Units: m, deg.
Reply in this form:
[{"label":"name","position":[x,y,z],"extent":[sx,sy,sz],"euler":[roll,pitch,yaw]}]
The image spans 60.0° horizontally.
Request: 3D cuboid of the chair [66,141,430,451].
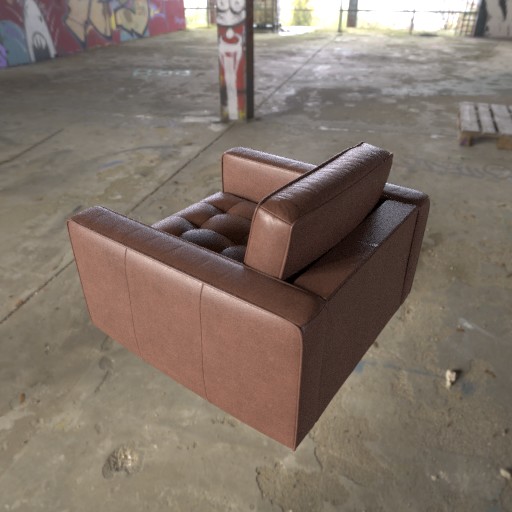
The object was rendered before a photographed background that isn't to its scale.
[{"label":"chair","position":[0.000,0.000,1.566],"extent":[0.900,0.770,0.920],"euler":[21,38,30]}]
